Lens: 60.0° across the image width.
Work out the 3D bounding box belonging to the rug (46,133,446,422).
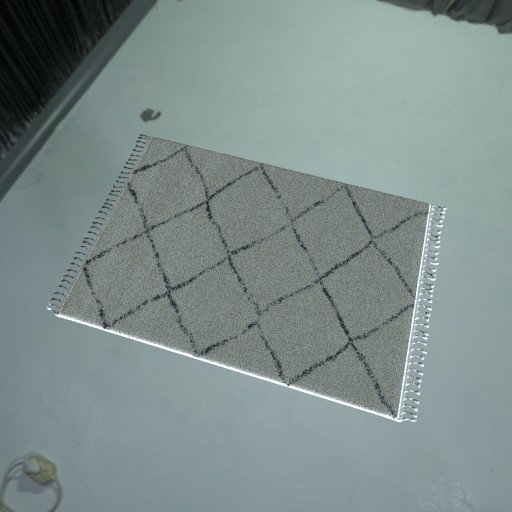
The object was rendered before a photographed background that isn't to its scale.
[{"bbox_3d":[0.000,0.000,2.898,2.307,0.031,1.494,15,64,8],"label":"rug"}]
